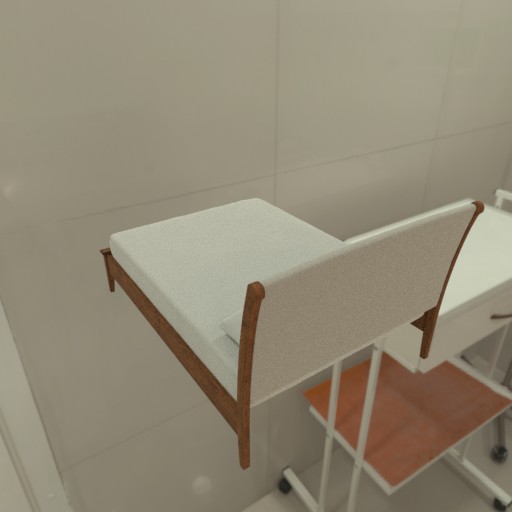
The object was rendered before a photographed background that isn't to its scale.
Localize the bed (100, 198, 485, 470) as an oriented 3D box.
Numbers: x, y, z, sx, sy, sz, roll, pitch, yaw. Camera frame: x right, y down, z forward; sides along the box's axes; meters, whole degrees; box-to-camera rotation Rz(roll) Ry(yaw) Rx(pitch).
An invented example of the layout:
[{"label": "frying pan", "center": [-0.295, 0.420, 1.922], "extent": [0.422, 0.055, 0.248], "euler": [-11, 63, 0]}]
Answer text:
[{"label": "bed", "center": [0.000, 0.000, 2.971], "extent": [1.502, 1.135, 2.108], "euler": [-18, 33, -30]}]
